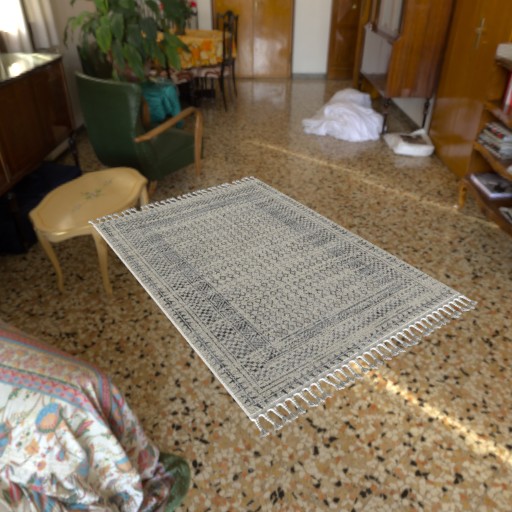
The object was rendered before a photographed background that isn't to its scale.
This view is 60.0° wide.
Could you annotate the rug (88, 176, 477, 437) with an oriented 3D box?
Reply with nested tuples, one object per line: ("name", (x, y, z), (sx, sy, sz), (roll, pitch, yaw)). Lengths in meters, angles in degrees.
("rug", (0.000, 0.000, 2.395), (1.243, 0.013, 1.872), (-21, 38, -29))
